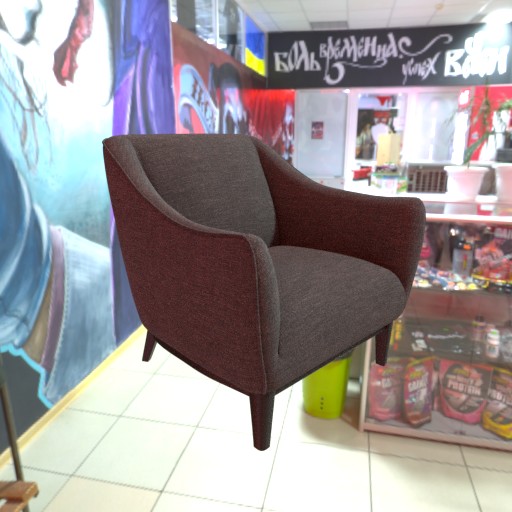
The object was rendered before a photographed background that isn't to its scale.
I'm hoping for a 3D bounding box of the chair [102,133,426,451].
[{"bbox_3d":[0.000,0.000,1.564,0.870,0.829,0.851,-15,22,-43],"label":"chair"}]
